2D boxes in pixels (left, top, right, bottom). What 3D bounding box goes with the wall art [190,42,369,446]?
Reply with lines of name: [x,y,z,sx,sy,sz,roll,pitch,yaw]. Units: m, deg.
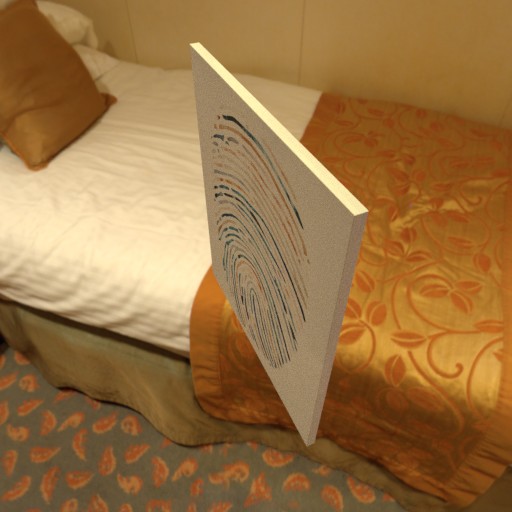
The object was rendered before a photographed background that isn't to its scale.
wall art: [0.000,0.000,0.987,0.021,0.710,0.609,-18,48,-17]
